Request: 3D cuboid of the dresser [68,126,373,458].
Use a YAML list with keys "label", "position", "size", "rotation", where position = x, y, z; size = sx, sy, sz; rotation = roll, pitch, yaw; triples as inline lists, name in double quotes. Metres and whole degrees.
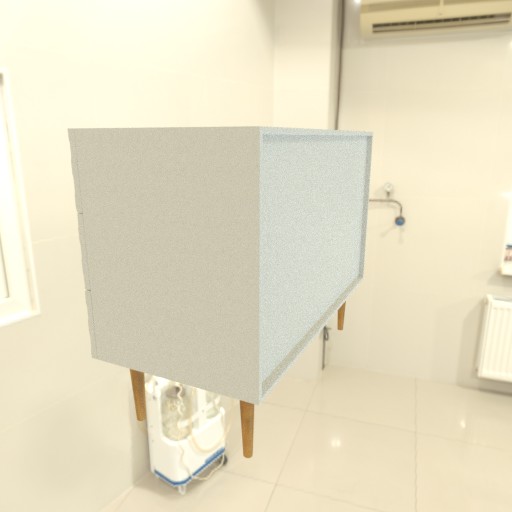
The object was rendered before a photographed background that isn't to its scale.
- label: "dresser"
  position: [0.000, 0.000, 1.324]
  size: [0.457, 0.721, 0.905]
  rotation: [7, 17, 25]
